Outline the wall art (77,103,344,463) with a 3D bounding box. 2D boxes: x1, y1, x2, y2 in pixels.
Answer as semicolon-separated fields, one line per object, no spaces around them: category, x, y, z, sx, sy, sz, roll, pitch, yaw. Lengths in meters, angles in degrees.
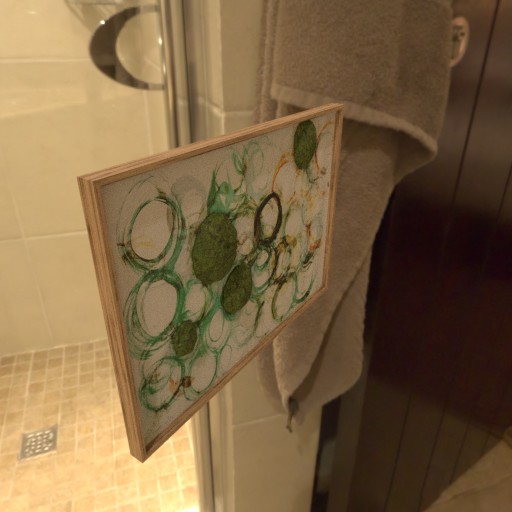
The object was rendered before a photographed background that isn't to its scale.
wall art;0.000;0.000;1.089;0.063;0.609;0.841;18;33;31
